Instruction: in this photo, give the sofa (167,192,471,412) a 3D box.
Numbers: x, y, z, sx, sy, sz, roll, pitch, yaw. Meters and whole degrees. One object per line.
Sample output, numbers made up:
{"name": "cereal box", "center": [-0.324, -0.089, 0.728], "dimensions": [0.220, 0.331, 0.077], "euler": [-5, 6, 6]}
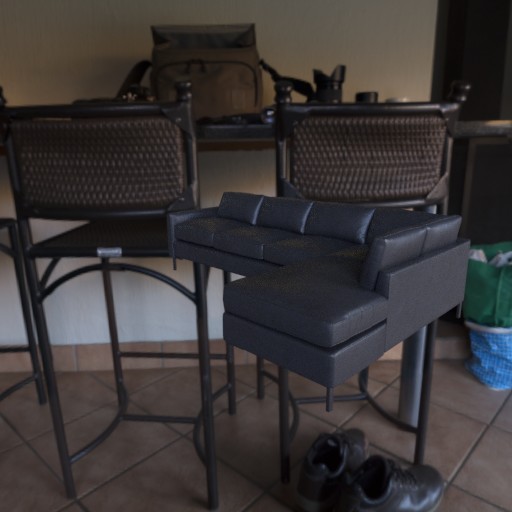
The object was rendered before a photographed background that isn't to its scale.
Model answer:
{"name": "sofa", "center": [0.000, 0.000, 3.898], "dimensions": [2.984, 0.877, 1.938], "euler": [14, 20, 43]}
